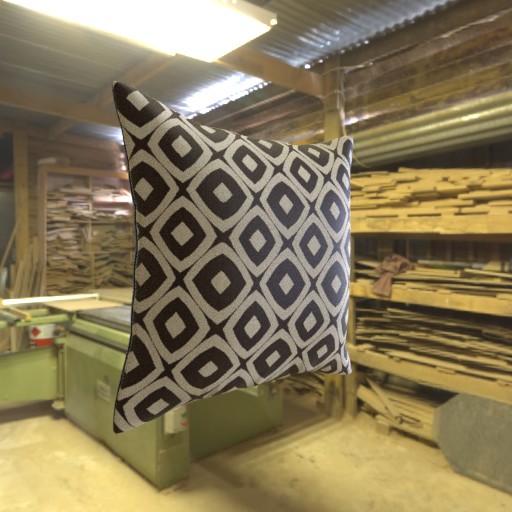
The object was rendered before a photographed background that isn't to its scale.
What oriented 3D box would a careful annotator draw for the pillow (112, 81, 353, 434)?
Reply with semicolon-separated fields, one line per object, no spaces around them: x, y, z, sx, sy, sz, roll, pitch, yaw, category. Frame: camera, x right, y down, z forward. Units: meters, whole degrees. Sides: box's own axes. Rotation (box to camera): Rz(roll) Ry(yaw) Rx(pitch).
0.000;0.000;0.771;0.504;0.494;0.188;0;1;-38;pillow
